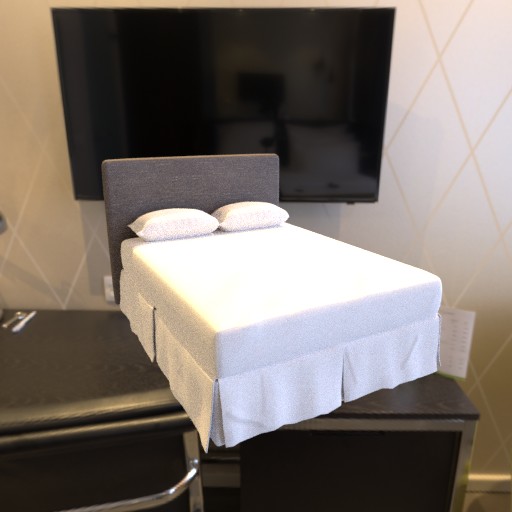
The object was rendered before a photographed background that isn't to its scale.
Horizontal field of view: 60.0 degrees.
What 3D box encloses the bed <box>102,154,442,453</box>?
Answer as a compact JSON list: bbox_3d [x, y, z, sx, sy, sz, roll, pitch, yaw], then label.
[{"bbox_3d":[0.000,0.000,3.276,1.723,1.330,2.142,-9,19,-28],"label":"bed"}]
